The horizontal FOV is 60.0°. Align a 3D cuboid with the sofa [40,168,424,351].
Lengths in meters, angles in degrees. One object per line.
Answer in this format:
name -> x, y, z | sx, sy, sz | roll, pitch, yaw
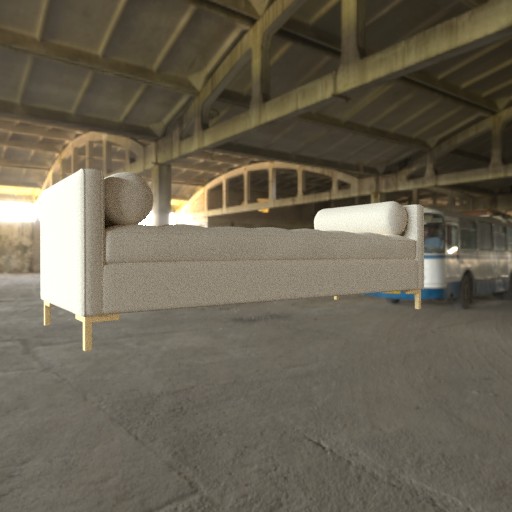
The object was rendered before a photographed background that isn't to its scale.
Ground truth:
sofa -> 0.000, 0.000, 2.361 | 1.985, 0.641, 0.746 | 0, 0, -36
